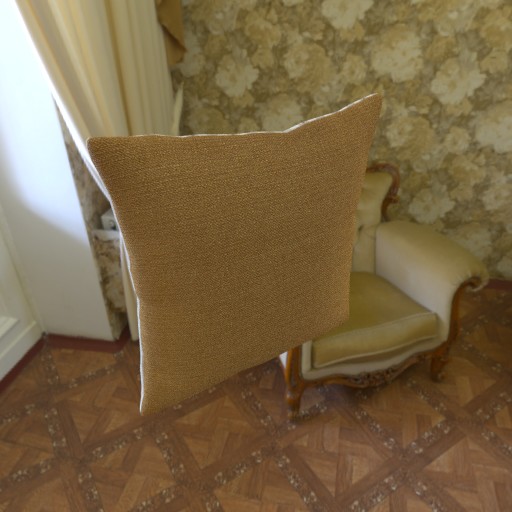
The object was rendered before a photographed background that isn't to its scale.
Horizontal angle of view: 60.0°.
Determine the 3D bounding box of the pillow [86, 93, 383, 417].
[{"bbox_3d":[0.000,0.000,0.673,0.432,0.437,0.147,-20,37,-28],"label":"pillow"}]
